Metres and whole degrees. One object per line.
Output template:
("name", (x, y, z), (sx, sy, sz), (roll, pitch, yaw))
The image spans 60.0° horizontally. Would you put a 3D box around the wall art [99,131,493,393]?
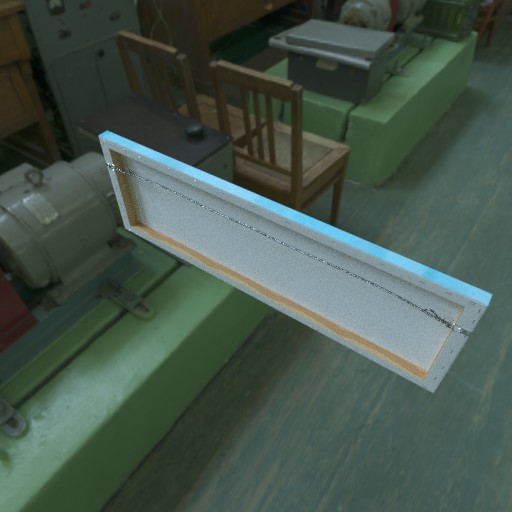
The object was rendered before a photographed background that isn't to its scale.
("wall art", (0.000, 0.000, 0.831), (0.759, 0.254, 0.044), (26, 52, 23))
